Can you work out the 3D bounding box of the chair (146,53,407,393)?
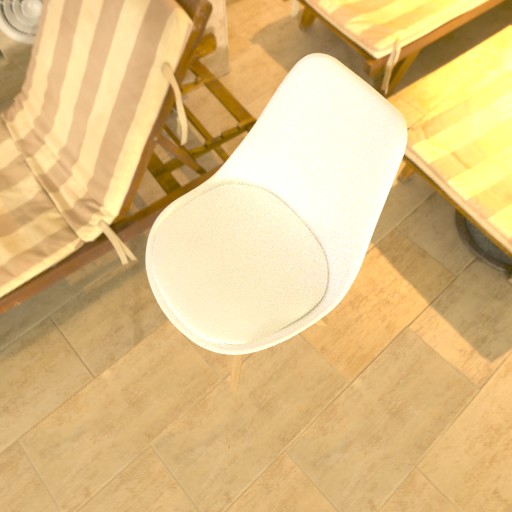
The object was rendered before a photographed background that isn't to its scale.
[{"bbox_3d":[0.000,0.000,1.158,0.550,0.849,0.485,-33,67,-16],"label":"chair"}]
